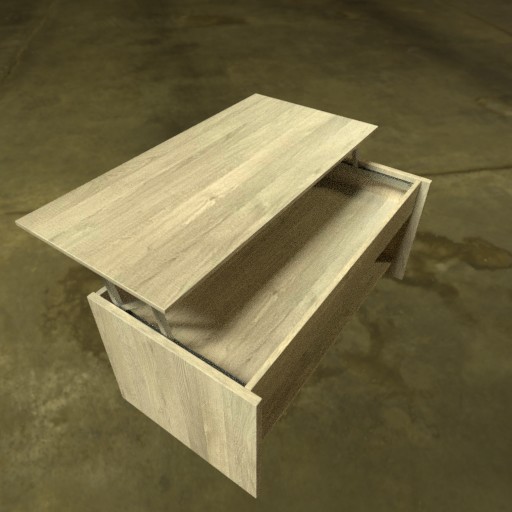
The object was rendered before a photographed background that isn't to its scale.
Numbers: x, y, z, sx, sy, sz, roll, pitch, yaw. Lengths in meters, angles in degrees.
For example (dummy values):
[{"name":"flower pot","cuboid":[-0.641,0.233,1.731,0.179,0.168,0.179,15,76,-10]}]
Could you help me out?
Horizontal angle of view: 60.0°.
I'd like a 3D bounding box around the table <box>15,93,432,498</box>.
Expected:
[{"name":"table","cuboid":[0.000,0.000,1.403,0.712,0.570,1.000,25,47,26]}]
